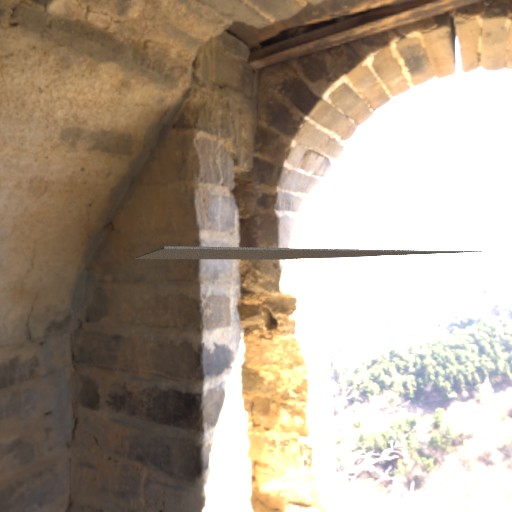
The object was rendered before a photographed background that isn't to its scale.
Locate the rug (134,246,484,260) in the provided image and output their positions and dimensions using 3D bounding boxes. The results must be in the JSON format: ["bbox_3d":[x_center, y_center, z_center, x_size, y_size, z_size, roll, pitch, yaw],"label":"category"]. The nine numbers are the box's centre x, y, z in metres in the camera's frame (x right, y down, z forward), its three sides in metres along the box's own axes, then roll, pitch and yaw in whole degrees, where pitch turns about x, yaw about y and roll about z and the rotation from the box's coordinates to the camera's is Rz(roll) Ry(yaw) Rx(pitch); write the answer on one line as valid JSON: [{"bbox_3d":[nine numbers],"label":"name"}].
[{"bbox_3d":[0.000,0.000,3.047,1.515,0.010,2.430,0,-1,-18],"label":"rug"}]
